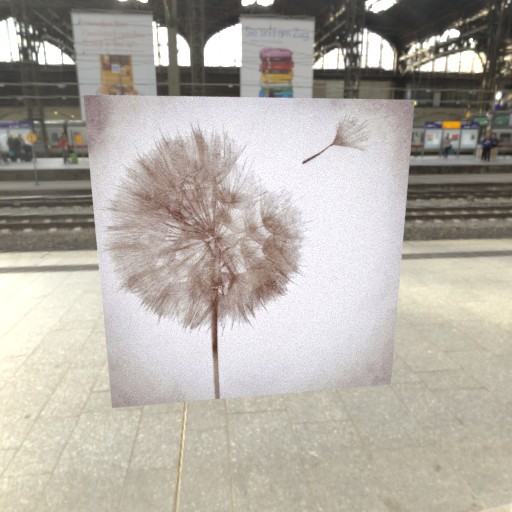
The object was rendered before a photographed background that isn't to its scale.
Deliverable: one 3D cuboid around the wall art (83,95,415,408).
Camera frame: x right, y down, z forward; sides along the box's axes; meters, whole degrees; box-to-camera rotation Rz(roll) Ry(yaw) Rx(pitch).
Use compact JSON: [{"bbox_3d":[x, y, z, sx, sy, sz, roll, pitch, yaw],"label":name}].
[{"bbox_3d":[0.000,0.000,0.452,0.303,0.303,0.028,-2,15,-8],"label":"wall art"}]
